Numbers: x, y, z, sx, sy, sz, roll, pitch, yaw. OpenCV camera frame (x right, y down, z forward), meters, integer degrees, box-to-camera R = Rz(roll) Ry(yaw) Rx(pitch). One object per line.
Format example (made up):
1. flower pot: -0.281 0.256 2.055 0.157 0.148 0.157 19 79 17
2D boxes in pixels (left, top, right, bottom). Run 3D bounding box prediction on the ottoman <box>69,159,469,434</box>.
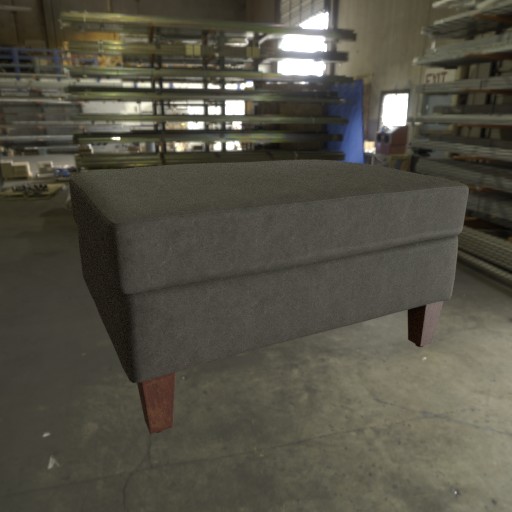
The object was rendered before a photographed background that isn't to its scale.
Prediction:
1. ottoman: 0.000 0.000 1.189 0.839 0.464 0.639 -9 20 -26
